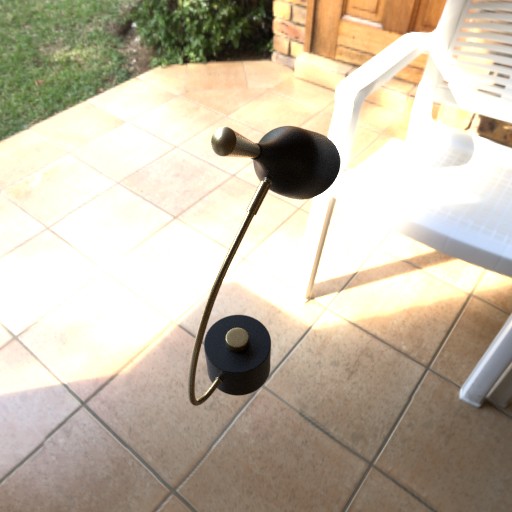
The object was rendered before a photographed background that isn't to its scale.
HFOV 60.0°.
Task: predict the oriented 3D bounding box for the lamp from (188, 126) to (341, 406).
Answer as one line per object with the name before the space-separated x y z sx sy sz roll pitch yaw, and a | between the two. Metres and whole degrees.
lamp | 0.000 0.000 0.631 0.110 0.464 0.352 25 52 21
